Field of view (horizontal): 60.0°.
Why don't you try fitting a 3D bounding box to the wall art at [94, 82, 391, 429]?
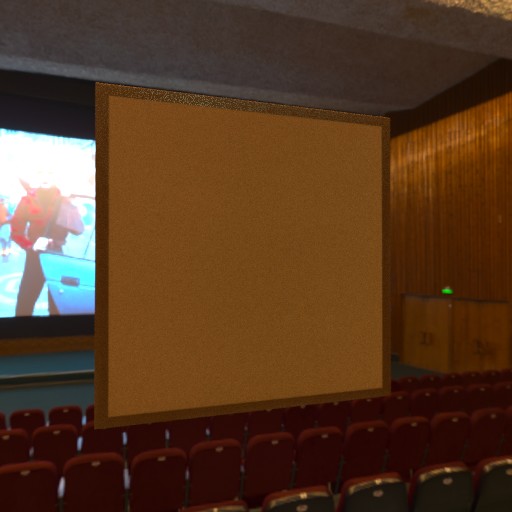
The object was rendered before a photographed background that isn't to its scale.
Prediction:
[{"bbox_3d":[0.000,0.000,0.747,0.510,0.509,0.033,0,-1,-19],"label":"wall art"}]
